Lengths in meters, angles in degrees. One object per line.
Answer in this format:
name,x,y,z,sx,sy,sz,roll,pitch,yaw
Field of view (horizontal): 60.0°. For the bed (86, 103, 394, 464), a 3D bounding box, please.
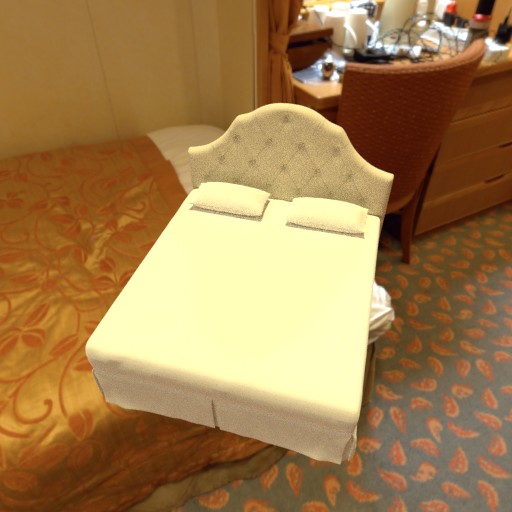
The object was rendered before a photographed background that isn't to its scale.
bed,0.000,0.000,3.537,2.008,1.615,2.214,10,42,11
